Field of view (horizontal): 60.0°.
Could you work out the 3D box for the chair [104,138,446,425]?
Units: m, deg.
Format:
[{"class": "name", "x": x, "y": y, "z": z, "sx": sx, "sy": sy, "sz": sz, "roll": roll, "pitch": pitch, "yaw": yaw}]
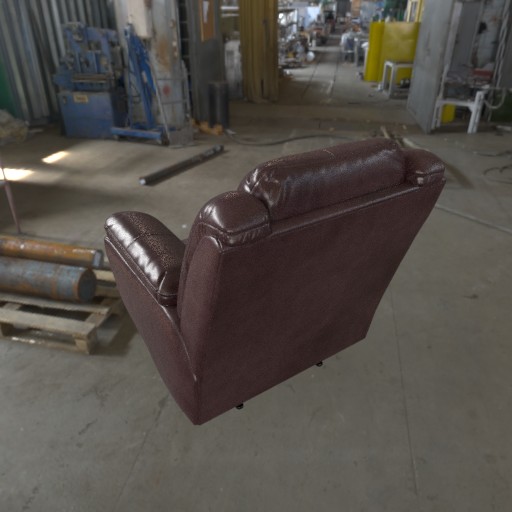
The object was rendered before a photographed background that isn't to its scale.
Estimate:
[{"class": "chair", "x": 0.000, "y": 0.000, "z": 1.861, "sx": 0.990, "sy": 1.093, "sz": 1.041, "roll": -19, "pitch": 34, "yaw": -30}]
